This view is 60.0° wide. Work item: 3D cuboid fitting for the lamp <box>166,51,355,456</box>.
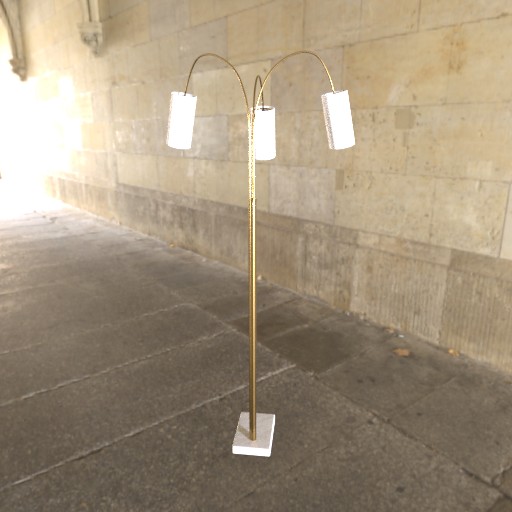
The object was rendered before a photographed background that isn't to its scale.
[{"bbox_3d":[0.000,0.000,2.452,1.020,2.055,0.667,2,15,7],"label":"lamp"}]
